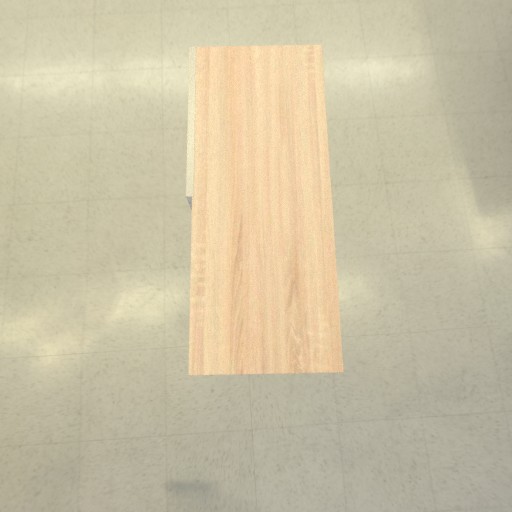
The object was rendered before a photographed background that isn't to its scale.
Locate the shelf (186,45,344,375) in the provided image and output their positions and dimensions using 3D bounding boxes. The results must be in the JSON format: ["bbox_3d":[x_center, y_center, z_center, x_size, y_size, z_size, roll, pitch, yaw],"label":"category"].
[{"bbox_3d":[0.000,0.000,1.941,0.434,1.405,0.995,-1,75,0],"label":"shelf"}]
